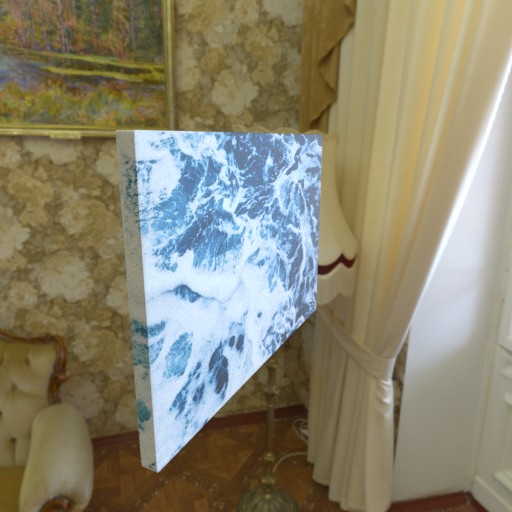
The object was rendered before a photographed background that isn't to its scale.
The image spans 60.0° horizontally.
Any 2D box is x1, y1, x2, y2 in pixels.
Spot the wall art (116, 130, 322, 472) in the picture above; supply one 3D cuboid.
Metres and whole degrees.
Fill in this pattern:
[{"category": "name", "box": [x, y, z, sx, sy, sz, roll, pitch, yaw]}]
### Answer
[{"category": "wall art", "box": [0.000, 0.000, 1.143, 0.042, 0.610, 0.915, 7, 16, 25]}]
